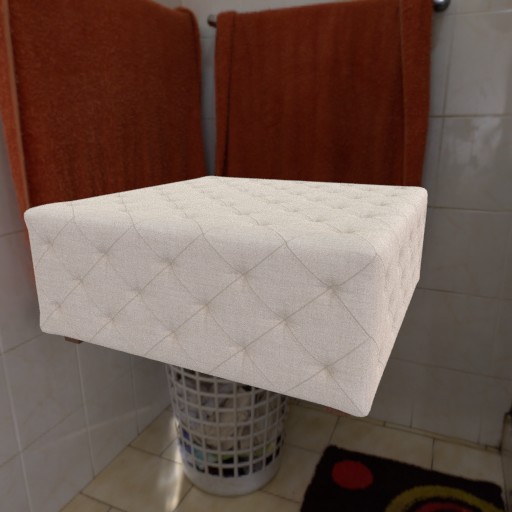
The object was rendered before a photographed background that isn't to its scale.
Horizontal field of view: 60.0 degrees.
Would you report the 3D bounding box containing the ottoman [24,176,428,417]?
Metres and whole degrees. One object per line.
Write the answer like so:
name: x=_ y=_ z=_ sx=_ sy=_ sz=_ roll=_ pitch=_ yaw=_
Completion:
ottoman: x=0.000 y=0.000 z=1.568 sx=1.028 sy=0.439 sz=1.028 roll=7 pitch=18 yaw=24
